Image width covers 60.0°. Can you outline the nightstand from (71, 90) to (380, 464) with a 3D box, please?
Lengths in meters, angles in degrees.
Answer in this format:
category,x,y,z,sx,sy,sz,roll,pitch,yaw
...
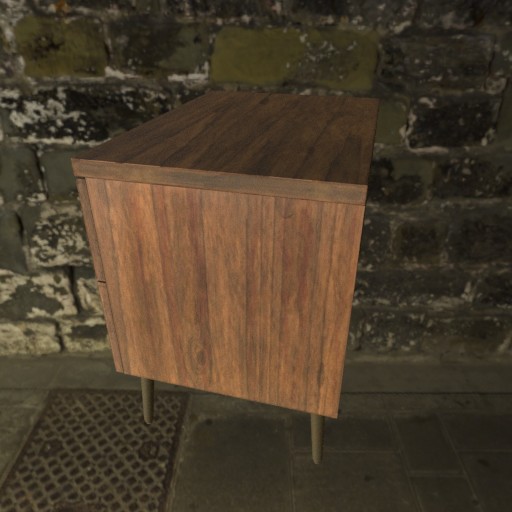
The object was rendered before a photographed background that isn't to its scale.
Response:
category,x,y,z,sx,sy,sz,roll,pitch,yaw
nightstand,0.000,0.000,1.019,0.458,0.610,0.610,8,31,13
